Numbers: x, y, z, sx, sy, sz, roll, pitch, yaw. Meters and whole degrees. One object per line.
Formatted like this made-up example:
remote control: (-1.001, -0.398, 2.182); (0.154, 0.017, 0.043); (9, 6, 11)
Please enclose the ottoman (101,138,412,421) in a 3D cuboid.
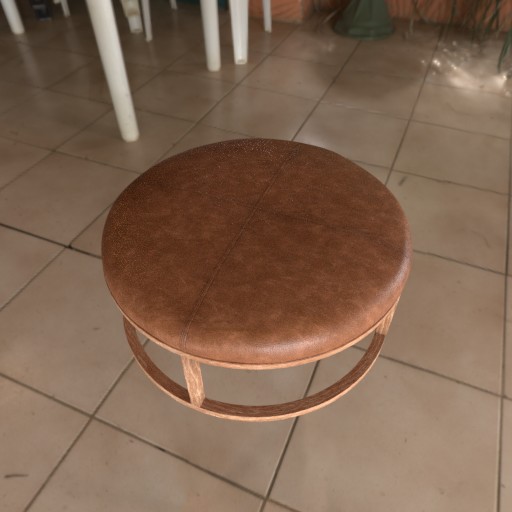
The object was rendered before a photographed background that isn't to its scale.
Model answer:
ottoman: (0.000, 0.000, 1.559); (1.006, 0.445, 1.006); (0, 45, 0)
